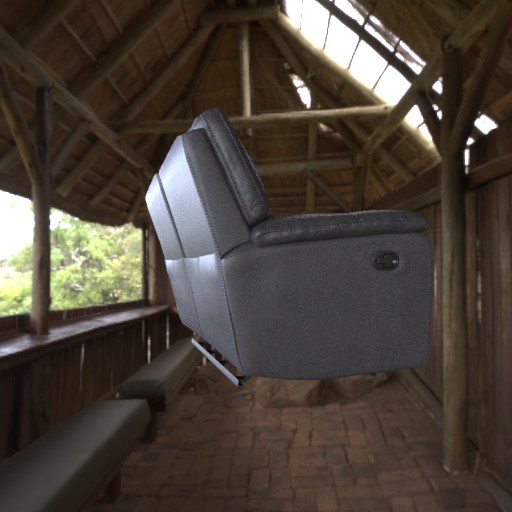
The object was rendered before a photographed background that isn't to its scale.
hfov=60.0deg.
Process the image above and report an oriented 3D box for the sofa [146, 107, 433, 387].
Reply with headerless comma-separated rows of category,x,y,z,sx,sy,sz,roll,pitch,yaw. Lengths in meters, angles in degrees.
sofa,0.000,0.000,2.474,1.104,1.111,1.765,0,-1,-18
